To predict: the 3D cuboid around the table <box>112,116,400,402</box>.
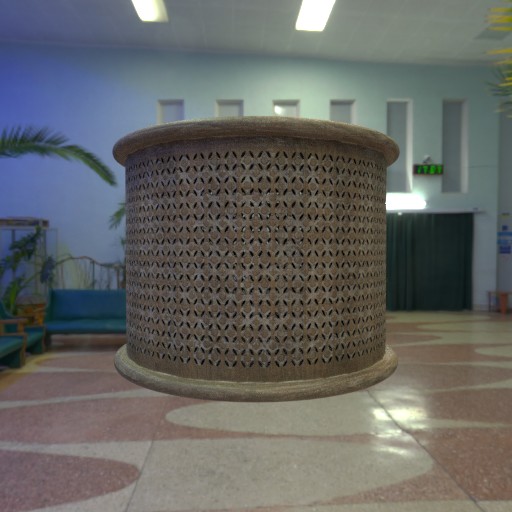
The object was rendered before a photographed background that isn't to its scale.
[{"bbox_3d":[0.000,0.000,0.989,0.607,0.450,0.607,0,1,0],"label":"table"}]
